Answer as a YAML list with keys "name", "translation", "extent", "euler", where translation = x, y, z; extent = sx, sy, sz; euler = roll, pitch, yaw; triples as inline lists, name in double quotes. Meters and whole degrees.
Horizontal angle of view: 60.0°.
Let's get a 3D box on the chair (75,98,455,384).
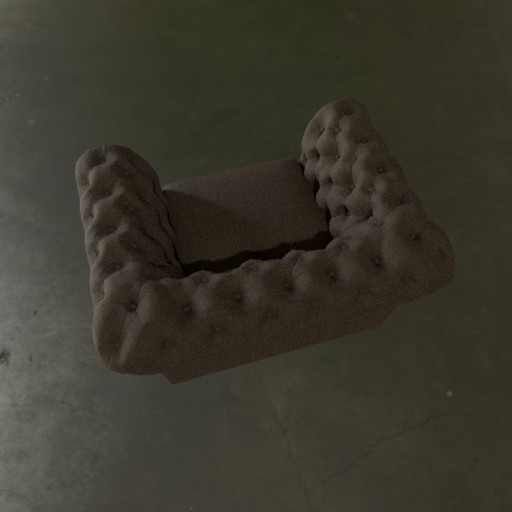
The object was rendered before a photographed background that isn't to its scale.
- name: "chair"
  translation: [0.000, 0.000, 1.918]
  extent: [1.298, 0.780, 0.945]
  euler: [-14, 59, -8]
